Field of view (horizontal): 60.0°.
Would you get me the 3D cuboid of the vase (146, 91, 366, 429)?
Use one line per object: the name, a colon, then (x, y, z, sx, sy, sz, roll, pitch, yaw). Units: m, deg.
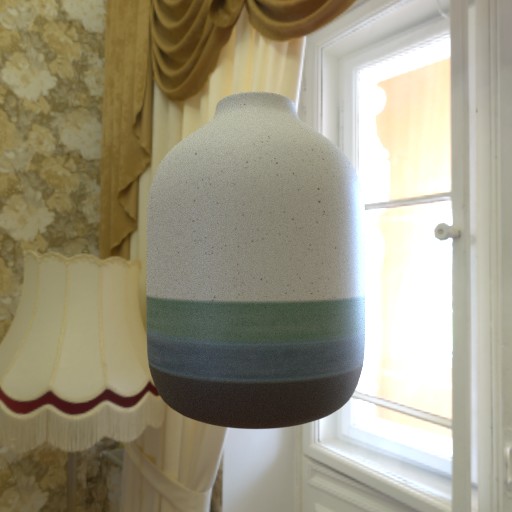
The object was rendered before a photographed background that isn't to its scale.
vase: (0.000, 0.000, 0.353, 0.169, 0.240, 0.169, 0, -1, 0)
